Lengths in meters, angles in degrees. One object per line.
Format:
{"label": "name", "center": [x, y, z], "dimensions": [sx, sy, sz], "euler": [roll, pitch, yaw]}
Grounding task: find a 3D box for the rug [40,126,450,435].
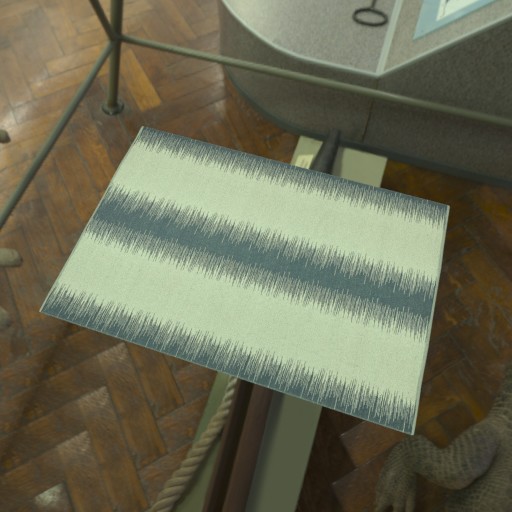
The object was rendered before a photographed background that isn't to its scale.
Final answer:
{"label": "rug", "center": [0.000, 0.000, 2.308], "dimensions": [1.854, 0.006, 1.234], "euler": [16, 66, 8]}
